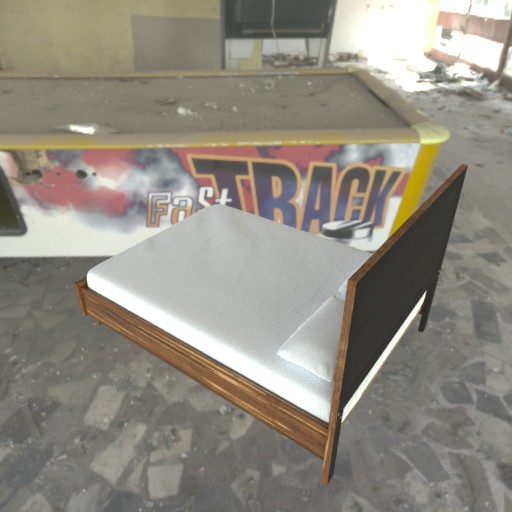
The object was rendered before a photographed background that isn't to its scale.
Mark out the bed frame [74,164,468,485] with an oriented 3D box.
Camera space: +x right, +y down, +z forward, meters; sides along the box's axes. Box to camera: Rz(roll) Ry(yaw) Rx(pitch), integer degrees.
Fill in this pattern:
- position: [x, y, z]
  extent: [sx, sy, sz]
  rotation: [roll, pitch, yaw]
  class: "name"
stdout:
- position: [0.000, 0.000, 3.324]
  extent: [2.276, 1.417, 1.696]
  rotation: [21, 37, 30]
  class: "bed frame"
